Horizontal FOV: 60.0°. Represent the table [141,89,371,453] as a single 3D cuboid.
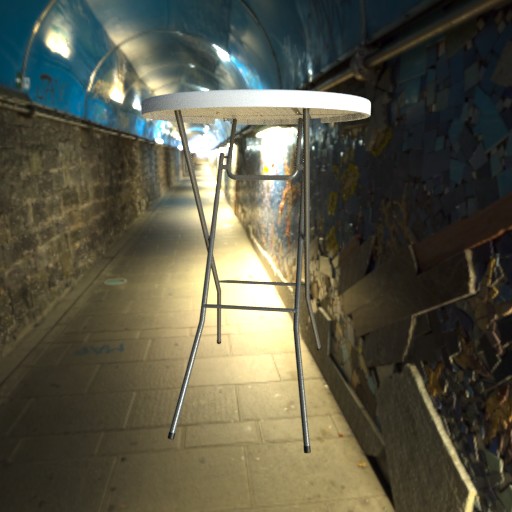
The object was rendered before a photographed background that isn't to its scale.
[{"bbox_3d":[0.000,0.000,1.700,0.792,1.105,0.795,2,13,9],"label":"table"}]
